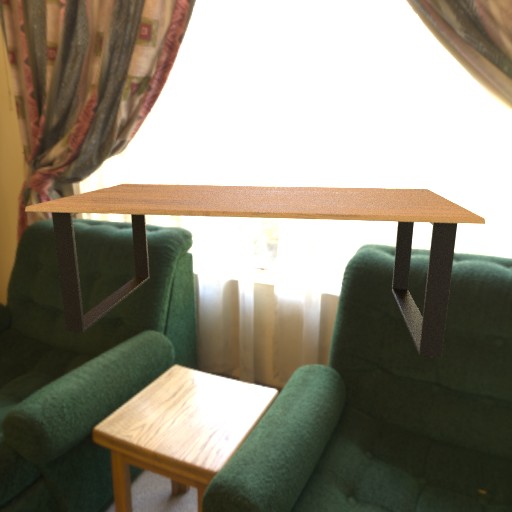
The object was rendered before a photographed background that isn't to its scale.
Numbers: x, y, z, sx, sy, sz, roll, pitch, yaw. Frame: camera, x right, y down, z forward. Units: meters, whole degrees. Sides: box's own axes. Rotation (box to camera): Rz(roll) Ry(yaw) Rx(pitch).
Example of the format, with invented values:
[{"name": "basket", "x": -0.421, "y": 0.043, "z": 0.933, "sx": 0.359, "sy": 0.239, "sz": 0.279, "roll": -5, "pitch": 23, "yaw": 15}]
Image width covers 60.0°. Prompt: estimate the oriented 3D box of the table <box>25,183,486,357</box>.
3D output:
[{"name": "table", "x": 0.000, "y": 0.000, "z": 1.650, "sx": 1.331, "sy": 0.445, "sz": 0.693, "roll": 2, "pitch": 15, "yaw": 8}]
